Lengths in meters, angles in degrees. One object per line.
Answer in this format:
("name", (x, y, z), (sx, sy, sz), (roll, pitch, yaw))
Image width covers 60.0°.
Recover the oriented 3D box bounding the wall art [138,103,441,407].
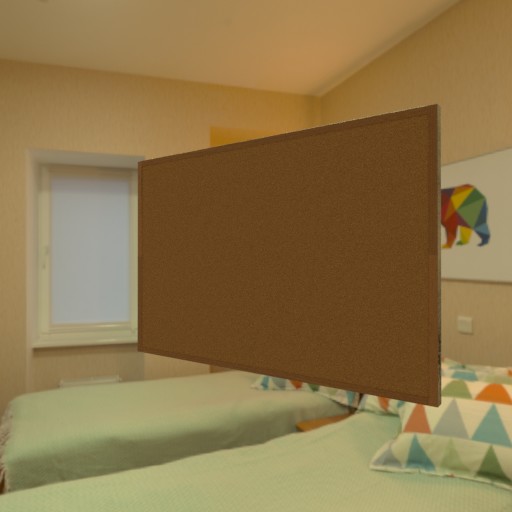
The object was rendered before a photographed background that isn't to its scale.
("wall art", (0.000, 0.000, 1.451), (1.141, 0.758, 0.035), (0, 0, 36))
